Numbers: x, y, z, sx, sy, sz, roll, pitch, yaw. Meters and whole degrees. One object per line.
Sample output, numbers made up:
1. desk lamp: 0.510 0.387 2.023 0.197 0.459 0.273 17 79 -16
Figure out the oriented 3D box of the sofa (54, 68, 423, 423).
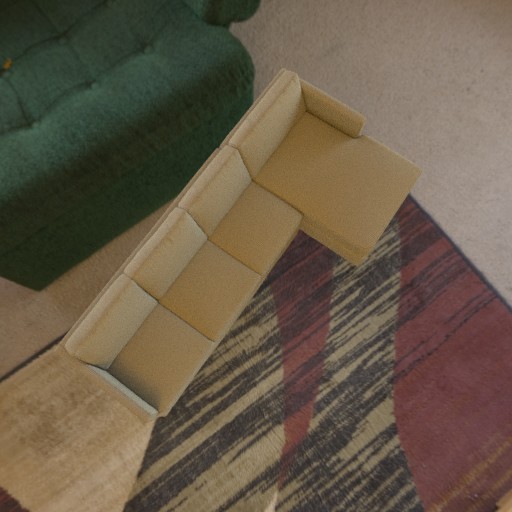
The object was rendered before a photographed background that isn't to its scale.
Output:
1. sofa: 0.000 0.000 3.887 1.622 0.867 3.177 34 77 9
